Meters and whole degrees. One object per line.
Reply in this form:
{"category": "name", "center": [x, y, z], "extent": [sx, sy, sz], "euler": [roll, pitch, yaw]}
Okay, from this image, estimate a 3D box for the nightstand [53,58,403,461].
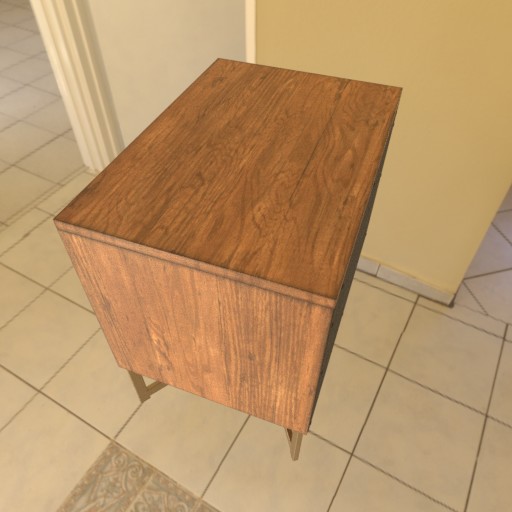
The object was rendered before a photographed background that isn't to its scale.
{"category": "nightstand", "center": [0.000, 0.000, 1.028], "extent": [0.446, 0.610, 0.610], "euler": [15, 49, 14]}
